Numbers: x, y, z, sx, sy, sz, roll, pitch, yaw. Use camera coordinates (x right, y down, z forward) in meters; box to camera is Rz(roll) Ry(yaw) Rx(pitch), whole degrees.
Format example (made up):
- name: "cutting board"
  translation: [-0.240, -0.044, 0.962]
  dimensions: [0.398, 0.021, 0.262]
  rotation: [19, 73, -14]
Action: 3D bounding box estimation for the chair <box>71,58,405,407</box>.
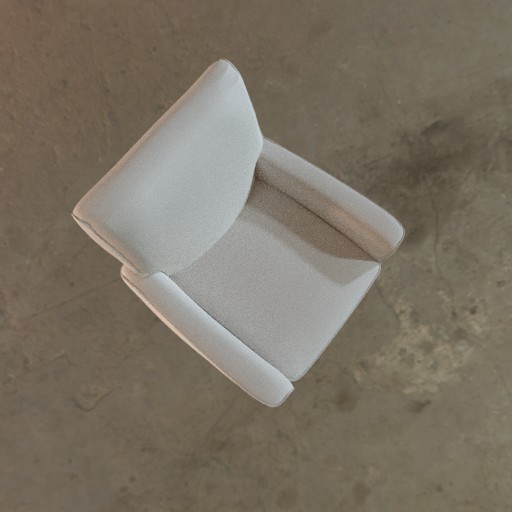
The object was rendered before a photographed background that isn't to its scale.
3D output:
- name: "chair"
  translation: [0.000, 0.000, 1.714]
  dimensions: [0.858, 1.028, 0.841]
  rotation: [37, 78, 9]
